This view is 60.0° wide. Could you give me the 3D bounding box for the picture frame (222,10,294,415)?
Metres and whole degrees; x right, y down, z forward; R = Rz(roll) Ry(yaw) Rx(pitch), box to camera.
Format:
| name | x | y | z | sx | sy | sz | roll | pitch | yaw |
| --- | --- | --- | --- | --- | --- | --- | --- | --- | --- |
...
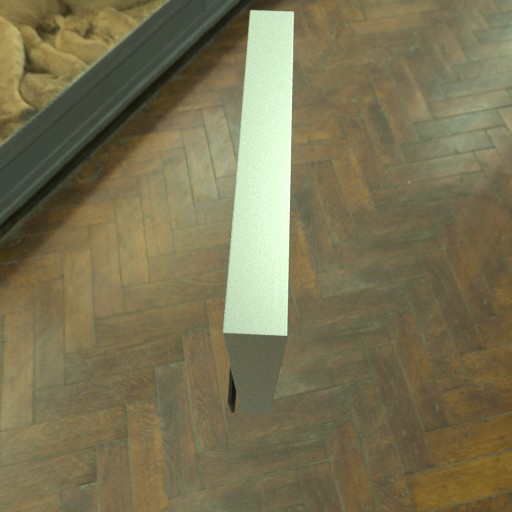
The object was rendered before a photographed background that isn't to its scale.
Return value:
| name | x | y | z | sx | sy | sz | roll | pitch | yaw |
| --- | --- | --- | --- | --- | --- | --- | --- | --- | --- |
| picture frame | 0.000 | 0.000 | 0.268 | 0.028 | 0.208 | 0.157 | 3 | 64 | 1 |
